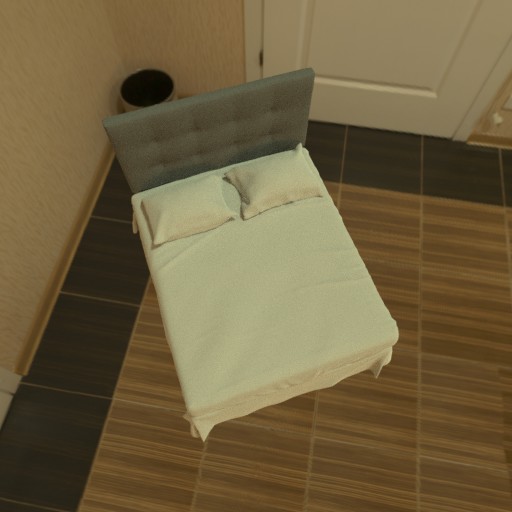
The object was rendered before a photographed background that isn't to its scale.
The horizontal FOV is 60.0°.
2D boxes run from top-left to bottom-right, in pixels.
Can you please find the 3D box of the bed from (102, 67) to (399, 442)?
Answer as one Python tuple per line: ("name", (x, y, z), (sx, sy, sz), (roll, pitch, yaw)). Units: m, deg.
("bed", (0.000, 0.000, 3.542), (1.936, 1.577, 2.222), (-17, 65, -8))
